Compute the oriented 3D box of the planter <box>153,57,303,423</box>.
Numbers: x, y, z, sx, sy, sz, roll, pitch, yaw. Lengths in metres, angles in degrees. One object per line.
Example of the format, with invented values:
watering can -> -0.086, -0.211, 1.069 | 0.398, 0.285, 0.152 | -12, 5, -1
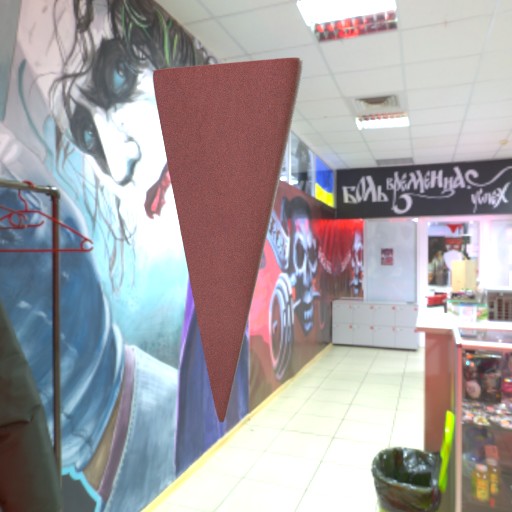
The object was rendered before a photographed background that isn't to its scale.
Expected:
planter -> 0.000, 0.000, 0.155 | 0.058, 0.130, 0.047 | 0, 0, -36
